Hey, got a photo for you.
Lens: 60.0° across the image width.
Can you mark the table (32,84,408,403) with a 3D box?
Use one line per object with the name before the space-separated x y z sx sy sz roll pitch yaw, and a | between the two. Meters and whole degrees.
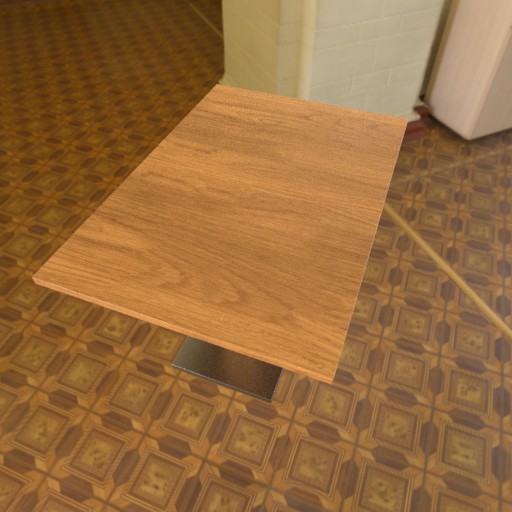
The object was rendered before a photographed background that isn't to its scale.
table | 0.000 0.000 1.876 0.900 0.770 1.300 16 49 14
